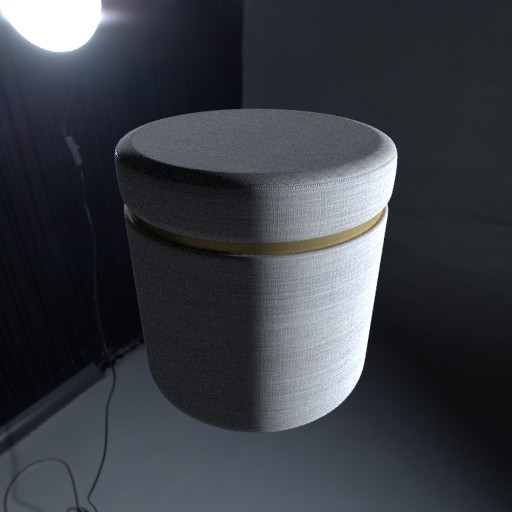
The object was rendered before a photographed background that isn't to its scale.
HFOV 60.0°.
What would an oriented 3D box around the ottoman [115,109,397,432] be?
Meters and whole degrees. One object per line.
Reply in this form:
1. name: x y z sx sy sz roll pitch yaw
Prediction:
1. ottoman: 0.000 0.000 0.738 0.400 0.406 0.400 0 29 0
